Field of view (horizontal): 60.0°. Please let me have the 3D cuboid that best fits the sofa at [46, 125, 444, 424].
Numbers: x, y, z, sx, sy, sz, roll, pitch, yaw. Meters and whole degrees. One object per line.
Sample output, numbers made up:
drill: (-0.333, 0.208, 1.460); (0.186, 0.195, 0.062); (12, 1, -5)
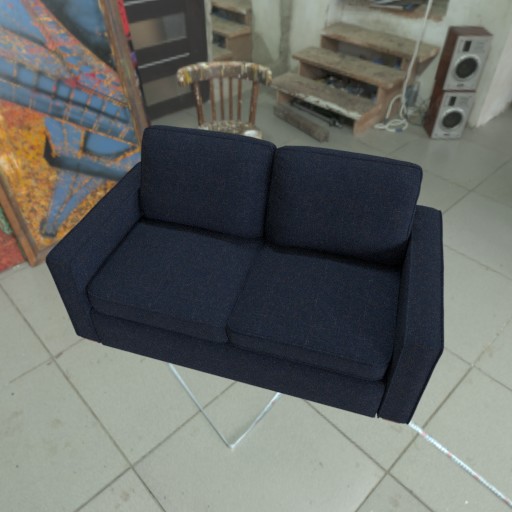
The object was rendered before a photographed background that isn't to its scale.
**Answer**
sofa: (0.000, 0.000, 2.192); (1.709, 0.918, 0.947); (11, 43, 13)
